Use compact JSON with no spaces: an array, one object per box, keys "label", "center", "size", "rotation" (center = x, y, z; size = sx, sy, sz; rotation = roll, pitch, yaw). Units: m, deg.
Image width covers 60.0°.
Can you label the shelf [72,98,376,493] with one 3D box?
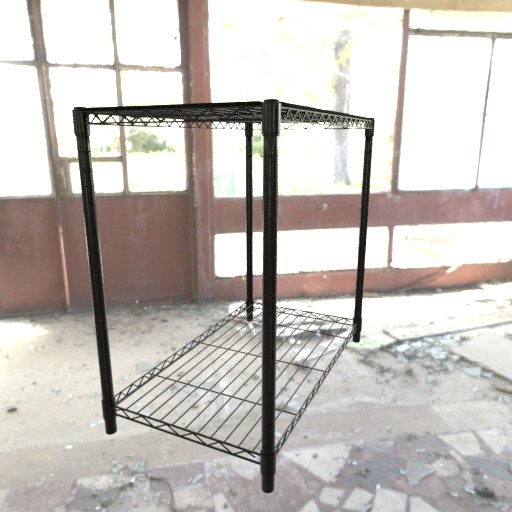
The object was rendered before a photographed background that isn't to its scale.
[{"label":"shelf","center":[0.000,0.000,0.917],"size":[0.338,0.564,0.589],"rotation":[7,17,25]}]
